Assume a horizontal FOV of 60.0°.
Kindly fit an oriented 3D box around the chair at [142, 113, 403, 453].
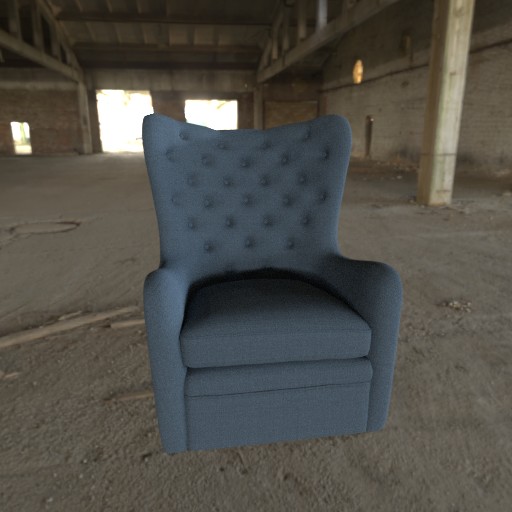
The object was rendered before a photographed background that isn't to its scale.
[{"bbox_3d":[0.000,0.000,1.739,0.831,1.079,0.930,-3,16,-9],"label":"chair"}]
